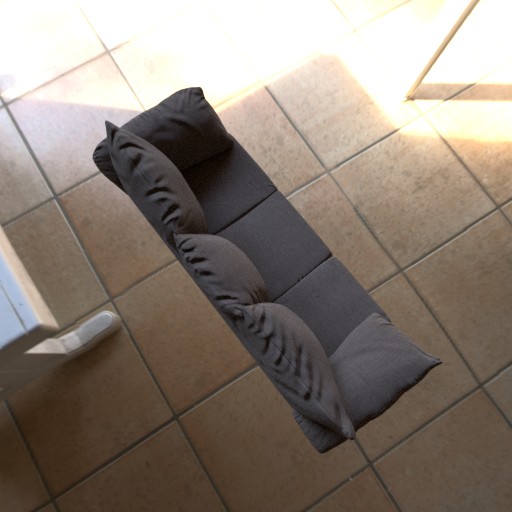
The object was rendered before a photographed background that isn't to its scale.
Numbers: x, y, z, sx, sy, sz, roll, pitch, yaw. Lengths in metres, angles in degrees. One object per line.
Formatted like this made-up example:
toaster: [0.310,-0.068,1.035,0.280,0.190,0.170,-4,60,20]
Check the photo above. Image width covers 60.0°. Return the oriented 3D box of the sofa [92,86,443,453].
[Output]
sofa: [0.000,0.000,2.887,0.927,1.043,2.390,-37,79,-9]
